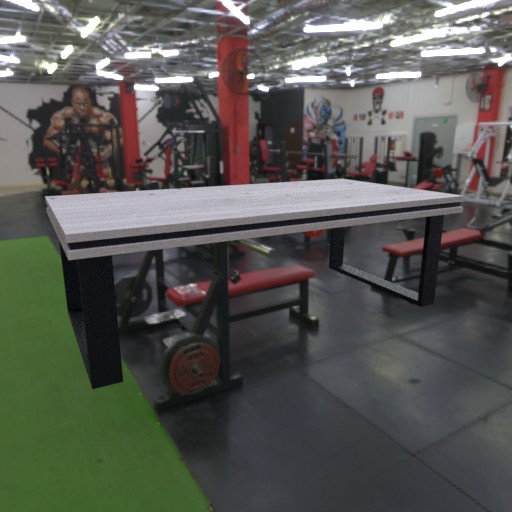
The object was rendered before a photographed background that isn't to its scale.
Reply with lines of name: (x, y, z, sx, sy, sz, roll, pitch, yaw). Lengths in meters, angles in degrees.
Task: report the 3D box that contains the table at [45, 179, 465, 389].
table: (0.000, 0.000, 1.666, 1.350, 0.450, 0.700, -8, 18, -27)
